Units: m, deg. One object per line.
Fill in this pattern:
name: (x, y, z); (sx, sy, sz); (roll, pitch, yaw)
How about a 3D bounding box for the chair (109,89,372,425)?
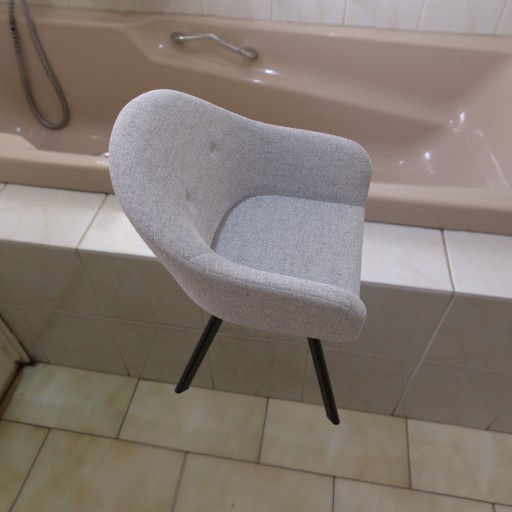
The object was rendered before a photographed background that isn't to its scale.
chair: (0.000, 0.000, 1.144); (0.570, 0.780, 0.540); (9, 48, 8)
